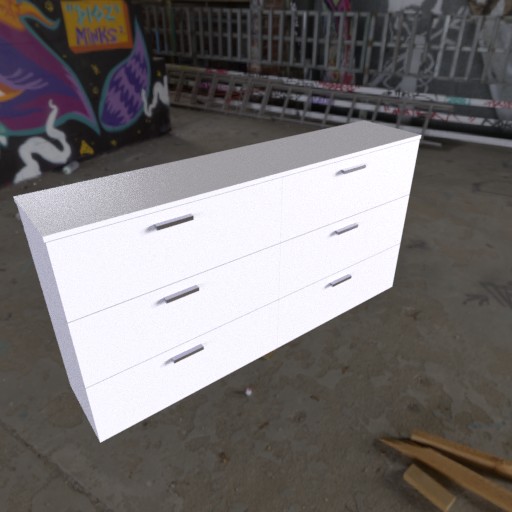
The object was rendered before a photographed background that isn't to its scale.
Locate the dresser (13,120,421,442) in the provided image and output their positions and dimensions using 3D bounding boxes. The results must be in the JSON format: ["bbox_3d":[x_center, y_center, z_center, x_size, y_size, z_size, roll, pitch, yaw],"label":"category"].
[{"bbox_3d":[0.000,0.000,1.786,1.535,0.790,0.333,-21,36,-31],"label":"dresser"}]
